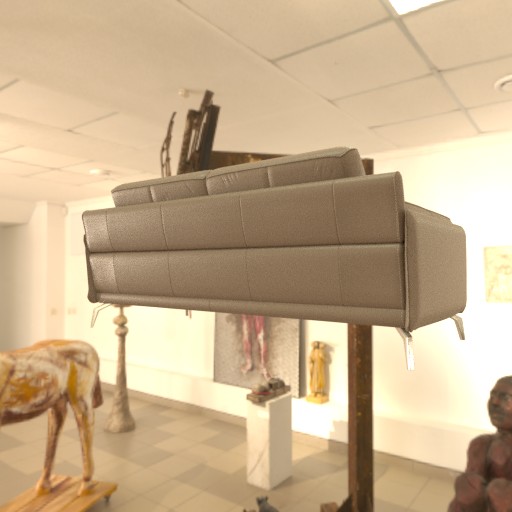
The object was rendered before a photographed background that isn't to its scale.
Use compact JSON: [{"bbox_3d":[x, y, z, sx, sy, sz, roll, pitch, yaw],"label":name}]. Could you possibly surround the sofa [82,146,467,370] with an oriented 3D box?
[{"bbox_3d":[0.000,0.000,2.579,2.101,0.930,1.049,-1,-2,36],"label":"sofa"}]
